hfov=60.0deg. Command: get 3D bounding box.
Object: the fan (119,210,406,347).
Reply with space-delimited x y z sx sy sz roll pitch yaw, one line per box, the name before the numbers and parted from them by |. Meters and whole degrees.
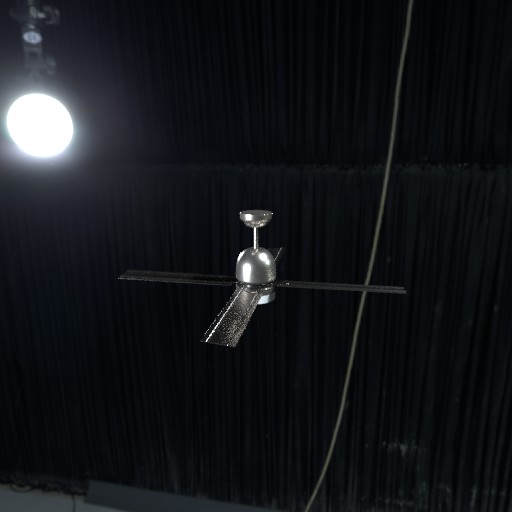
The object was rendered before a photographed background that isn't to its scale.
fan | 0.000 0.000 2.056 1.346 0.406 1.346 2 15 9
